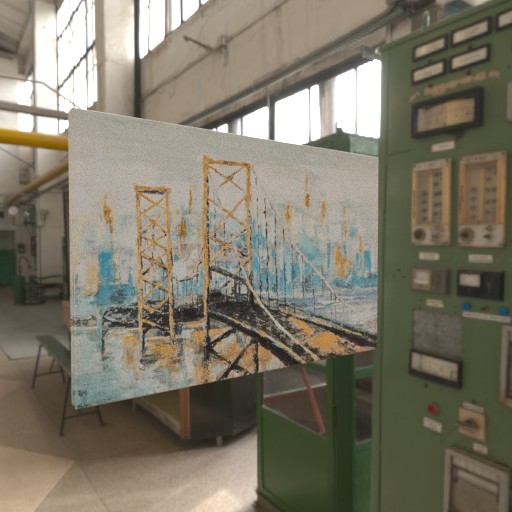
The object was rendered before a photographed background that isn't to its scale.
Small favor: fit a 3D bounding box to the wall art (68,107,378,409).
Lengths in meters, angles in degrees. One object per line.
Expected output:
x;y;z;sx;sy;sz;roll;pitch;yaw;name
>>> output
0.000;0.000;1.163;0.913;0.609;0.038;-1;2;-34;wall art
